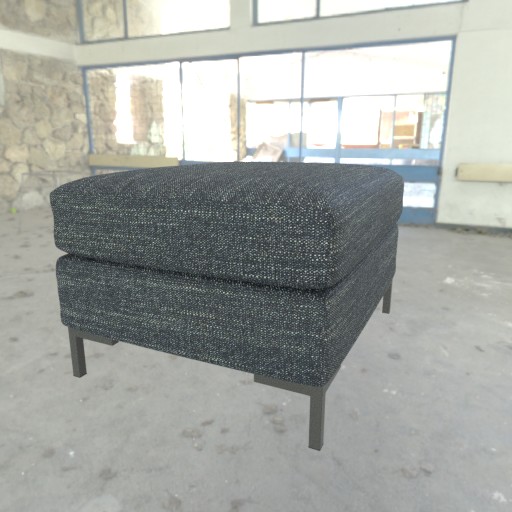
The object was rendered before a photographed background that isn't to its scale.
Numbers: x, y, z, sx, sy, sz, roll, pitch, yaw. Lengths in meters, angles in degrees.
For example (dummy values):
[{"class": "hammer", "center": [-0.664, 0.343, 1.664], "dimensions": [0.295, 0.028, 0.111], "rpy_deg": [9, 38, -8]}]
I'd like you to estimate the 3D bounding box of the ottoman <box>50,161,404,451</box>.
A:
[{"class": "ottoman", "center": [0.000, 0.000, 1.214], "dimensions": [0.667, 0.491, 0.814], "rpy_deg": [7, 16, 25]}]
